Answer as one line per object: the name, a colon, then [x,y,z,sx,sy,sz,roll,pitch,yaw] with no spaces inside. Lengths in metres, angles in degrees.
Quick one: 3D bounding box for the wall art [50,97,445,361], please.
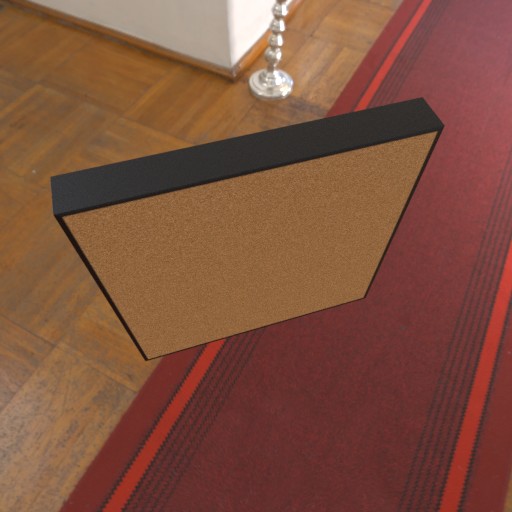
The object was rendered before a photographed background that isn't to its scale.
wall art: [0.000,0.000,0.467,0.304,0.303,0.037,-15,59,-9]
